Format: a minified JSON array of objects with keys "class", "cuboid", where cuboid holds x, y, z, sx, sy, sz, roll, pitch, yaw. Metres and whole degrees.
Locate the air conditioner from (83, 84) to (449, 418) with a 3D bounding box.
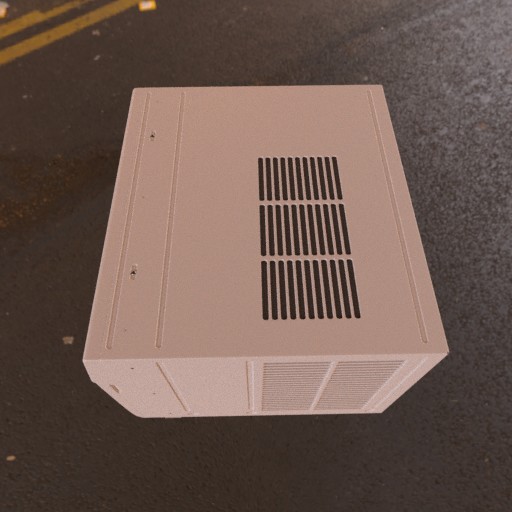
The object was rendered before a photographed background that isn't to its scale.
[{"class":"air conditioner","cuboid":[0.000,0.000,1.050,0.599,0.455,0.645,-1,59,-1]}]
